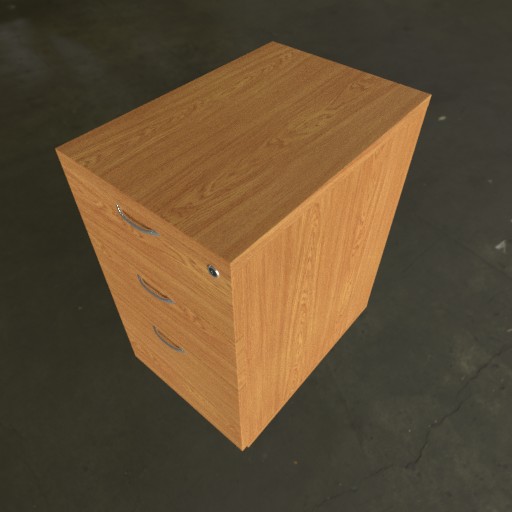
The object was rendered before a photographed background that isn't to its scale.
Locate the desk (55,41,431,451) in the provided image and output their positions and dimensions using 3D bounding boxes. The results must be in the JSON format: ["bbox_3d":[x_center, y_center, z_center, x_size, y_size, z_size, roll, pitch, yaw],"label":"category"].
[{"bbox_3d":[0.000,0.000,1.079,0.404,0.730,0.600,32,55,26],"label":"desk"}]
